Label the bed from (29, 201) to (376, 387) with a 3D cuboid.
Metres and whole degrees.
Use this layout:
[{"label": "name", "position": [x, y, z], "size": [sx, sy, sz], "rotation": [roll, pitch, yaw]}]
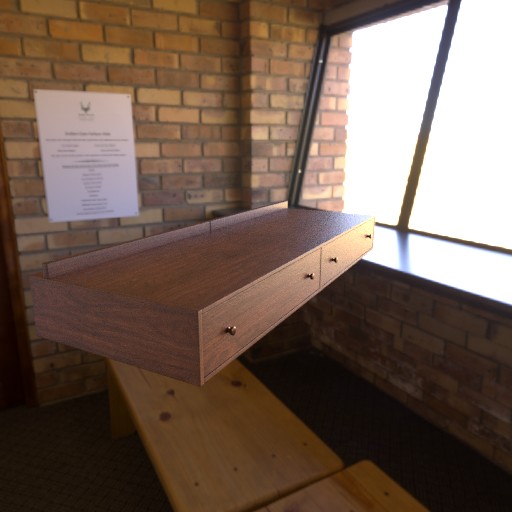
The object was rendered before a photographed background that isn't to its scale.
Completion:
[{"label": "bed", "position": [0.000, 0.000, 2.356], "size": [0.787, 0.326, 2.057], "rotation": [8, 16, 28]}]
